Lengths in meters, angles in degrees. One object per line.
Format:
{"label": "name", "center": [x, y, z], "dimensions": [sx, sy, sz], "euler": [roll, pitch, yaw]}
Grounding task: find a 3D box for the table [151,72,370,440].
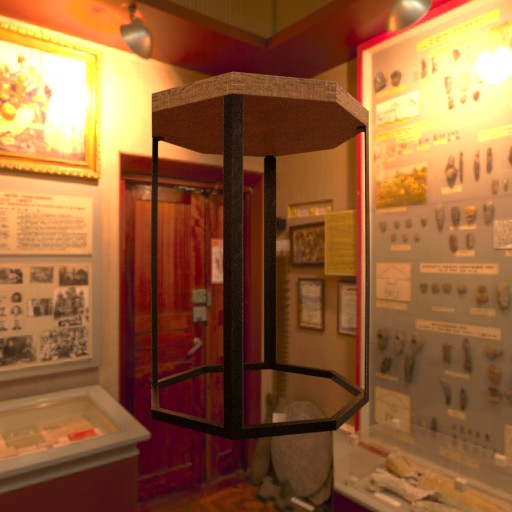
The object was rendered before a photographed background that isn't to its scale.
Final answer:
{"label": "table", "center": [0.000, 0.000, 0.880], "dimensions": [0.437, 0.553, 0.437], "euler": [0, 0, -36]}
